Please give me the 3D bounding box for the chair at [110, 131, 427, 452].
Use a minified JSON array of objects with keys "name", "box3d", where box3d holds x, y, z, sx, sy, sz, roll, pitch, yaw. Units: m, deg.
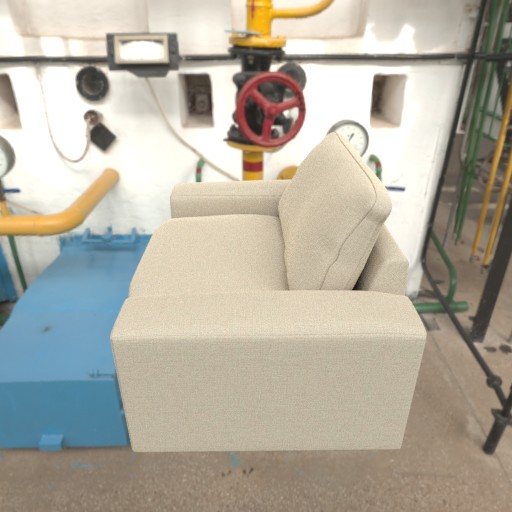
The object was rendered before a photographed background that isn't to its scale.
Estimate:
[{"name":"chair","box3d":[0.000,0.000,2.006,1.039,0.915,1.398,0,29,-1]}]
